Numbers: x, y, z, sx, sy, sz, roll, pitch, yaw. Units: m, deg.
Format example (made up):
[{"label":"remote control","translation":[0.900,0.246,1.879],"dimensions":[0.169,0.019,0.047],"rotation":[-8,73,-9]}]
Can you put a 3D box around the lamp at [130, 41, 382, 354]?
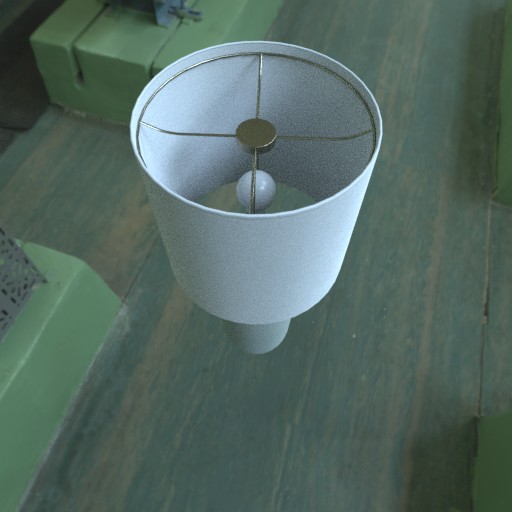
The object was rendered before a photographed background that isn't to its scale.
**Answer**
[{"label":"lamp","translation":[0.000,0.000,0.593],"dimensions":[0.220,0.475,0.220],"rotation":[14,60,9]}]
